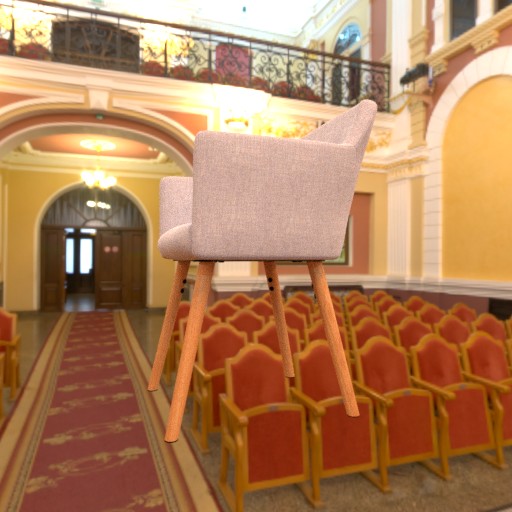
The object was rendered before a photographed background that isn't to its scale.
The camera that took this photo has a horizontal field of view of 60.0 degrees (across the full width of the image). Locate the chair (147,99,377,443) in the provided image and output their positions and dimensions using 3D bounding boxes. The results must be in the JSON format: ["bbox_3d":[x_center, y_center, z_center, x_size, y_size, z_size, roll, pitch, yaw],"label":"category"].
[{"bbox_3d":[0.000,0.000,1.198,0.540,0.780,0.570,0,0,-19],"label":"chair"}]
